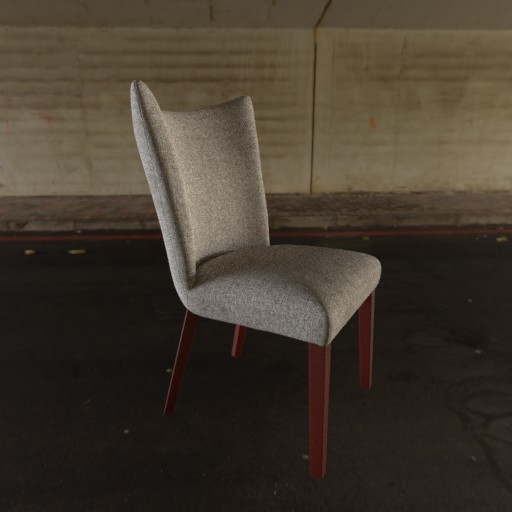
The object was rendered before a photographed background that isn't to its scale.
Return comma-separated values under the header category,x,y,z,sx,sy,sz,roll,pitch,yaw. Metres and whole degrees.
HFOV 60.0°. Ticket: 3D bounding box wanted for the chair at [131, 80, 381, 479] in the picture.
category,x,y,z,sx,sy,sz,roll,pitch,yaw
chair,0.000,0.000,1.282,0.623,0.924,0.535,8,18,27
